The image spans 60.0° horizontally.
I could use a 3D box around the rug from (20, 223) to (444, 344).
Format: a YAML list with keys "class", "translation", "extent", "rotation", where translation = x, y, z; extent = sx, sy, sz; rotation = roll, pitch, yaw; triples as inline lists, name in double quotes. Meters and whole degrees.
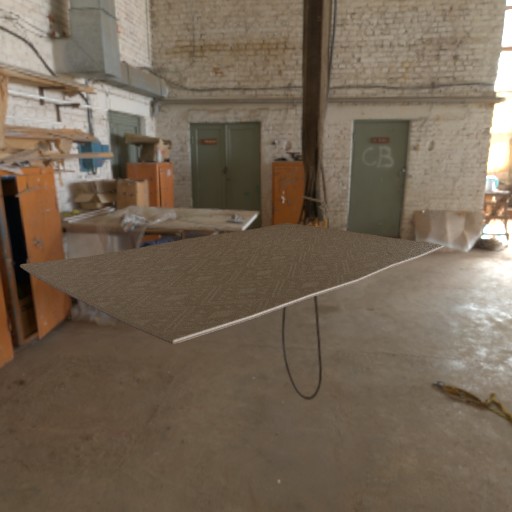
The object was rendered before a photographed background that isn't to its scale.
- class: "rug"
  translation: [0.000, 0.000, 2.954]
  extent: [1.553, 0.053, 2.430]
  rotation: [13, 18, 43]
